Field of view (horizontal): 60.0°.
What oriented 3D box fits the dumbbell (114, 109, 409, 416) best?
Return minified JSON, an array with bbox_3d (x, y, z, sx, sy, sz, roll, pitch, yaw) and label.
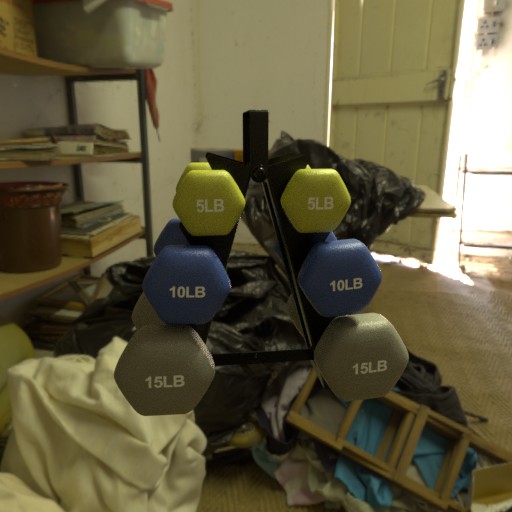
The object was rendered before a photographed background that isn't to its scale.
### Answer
[{"bbox_3d":[0.000,0.000,0.685,0.416,0.426,0.261,-2,16,-7],"label":"dumbbell"}]
